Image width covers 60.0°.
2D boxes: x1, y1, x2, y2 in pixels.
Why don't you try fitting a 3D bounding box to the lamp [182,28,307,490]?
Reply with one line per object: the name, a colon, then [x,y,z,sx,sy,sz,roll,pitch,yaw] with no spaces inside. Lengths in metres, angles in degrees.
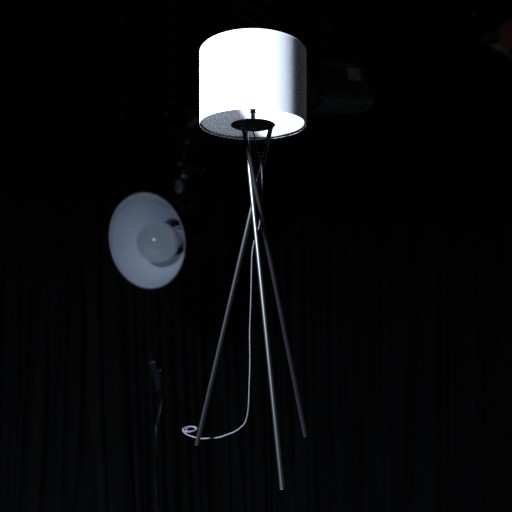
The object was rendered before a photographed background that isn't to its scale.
lamp: [0.000,0.000,1.844,0.522,1.624,0.667,0,0,-18]
